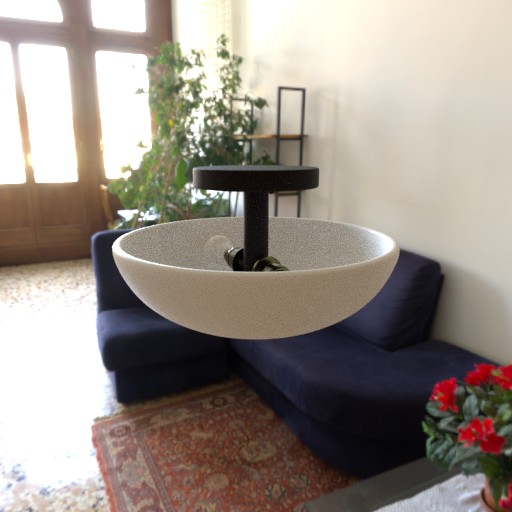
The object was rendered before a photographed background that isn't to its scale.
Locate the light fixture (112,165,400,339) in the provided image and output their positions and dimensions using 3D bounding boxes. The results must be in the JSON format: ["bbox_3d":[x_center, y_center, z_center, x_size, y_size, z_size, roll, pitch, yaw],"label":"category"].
[{"bbox_3d":[0.000,0.000,0.540,0.331,0.212,0.331,0,14,0],"label":"light fixture"}]
